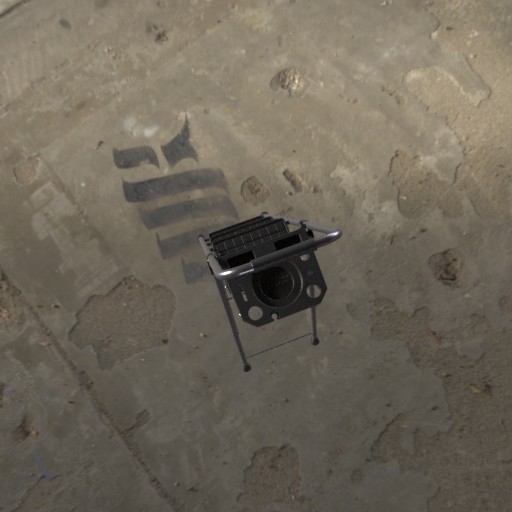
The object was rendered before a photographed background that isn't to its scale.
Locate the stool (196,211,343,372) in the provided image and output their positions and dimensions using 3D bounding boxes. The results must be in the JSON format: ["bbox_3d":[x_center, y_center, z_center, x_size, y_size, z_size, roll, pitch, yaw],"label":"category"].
[{"bbox_3d":[0.000,0.000,1.606,0.396,1.277,0.733,-20,76,-5],"label":"stool"}]
